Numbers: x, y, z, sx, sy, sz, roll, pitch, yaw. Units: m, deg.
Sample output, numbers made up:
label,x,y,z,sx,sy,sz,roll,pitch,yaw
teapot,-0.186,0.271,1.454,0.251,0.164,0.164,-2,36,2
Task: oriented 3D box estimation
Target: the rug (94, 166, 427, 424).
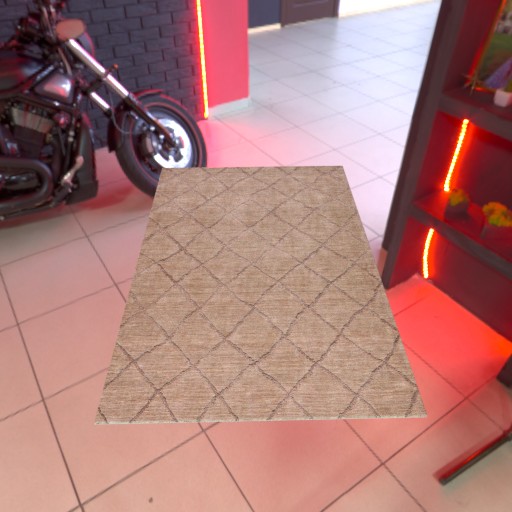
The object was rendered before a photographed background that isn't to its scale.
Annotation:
label,x,y,z,sx,sy,sz,roll,pitch,yaw
rug,0.000,0.000,2.880,1.521,0.015,2.280,-1,41,-1
